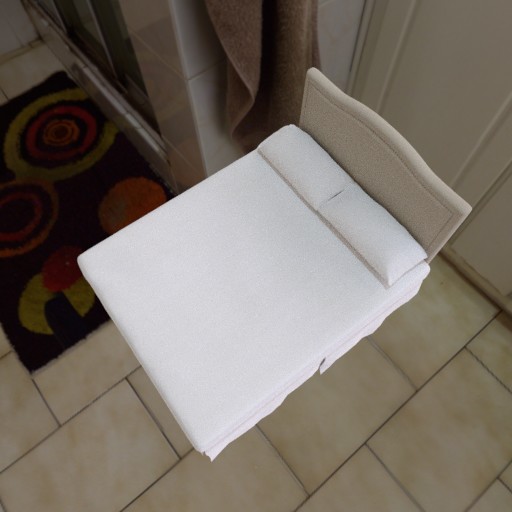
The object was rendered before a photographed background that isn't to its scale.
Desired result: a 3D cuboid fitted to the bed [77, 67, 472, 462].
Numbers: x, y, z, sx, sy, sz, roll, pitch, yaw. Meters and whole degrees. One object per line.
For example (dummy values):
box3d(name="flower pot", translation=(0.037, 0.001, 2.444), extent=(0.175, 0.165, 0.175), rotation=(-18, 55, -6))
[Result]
box3d(name="bed", translation=(0.000, 0.000, 3.581), extent=(2.477, 1.437, 1.977), rotation=(-34, 69, -15))
